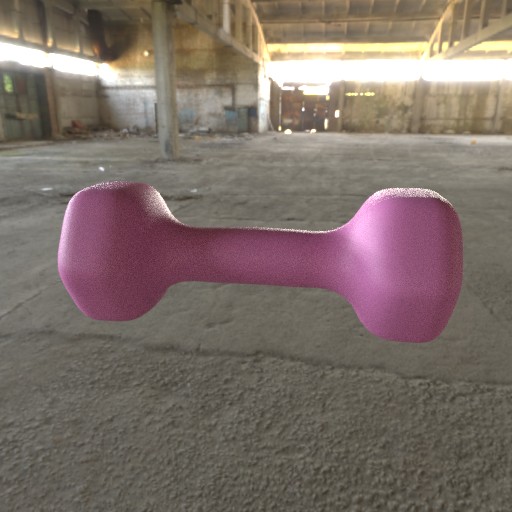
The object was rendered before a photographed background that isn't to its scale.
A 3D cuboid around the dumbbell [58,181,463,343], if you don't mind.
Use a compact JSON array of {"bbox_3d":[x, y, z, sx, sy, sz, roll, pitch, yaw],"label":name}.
[{"bbox_3d":[0.000,0.000,0.188,0.159,0.058,0.064,3,18,9],"label":"dumbbell"}]
